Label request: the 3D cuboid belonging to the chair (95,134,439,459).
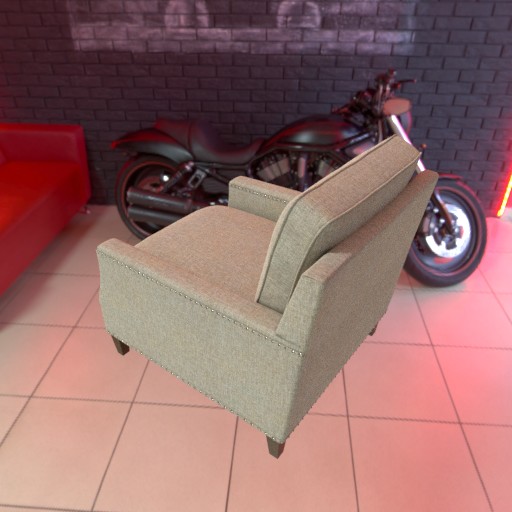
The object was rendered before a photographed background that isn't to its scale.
[{"bbox_3d":[0.000,0.000,1.730,1.014,0.943,0.853,22,38,30],"label":"chair"}]
